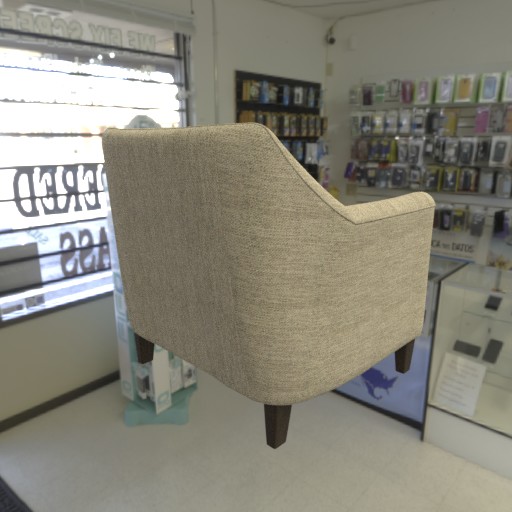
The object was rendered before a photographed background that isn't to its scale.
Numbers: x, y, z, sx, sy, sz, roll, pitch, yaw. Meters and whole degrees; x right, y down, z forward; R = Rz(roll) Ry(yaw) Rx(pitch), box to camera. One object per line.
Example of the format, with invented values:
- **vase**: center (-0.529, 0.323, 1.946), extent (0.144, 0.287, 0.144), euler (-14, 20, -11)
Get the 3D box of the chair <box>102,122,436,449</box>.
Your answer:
- **chair**: center (0.000, 0.000, 1.365), extent (0.796, 0.761, 0.758), euler (14, 21, 43)
